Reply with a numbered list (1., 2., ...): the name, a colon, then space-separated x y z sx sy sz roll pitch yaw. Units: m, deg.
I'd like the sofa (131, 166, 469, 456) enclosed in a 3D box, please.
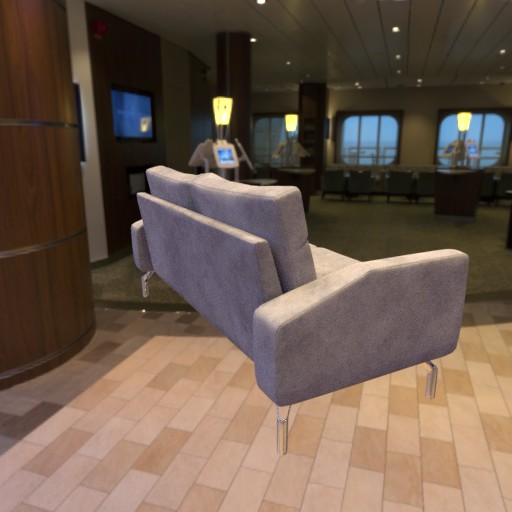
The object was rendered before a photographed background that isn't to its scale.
1. sofa: 0.000 0.000 2.267 0.849 0.859 1.837 -8 16 -27
